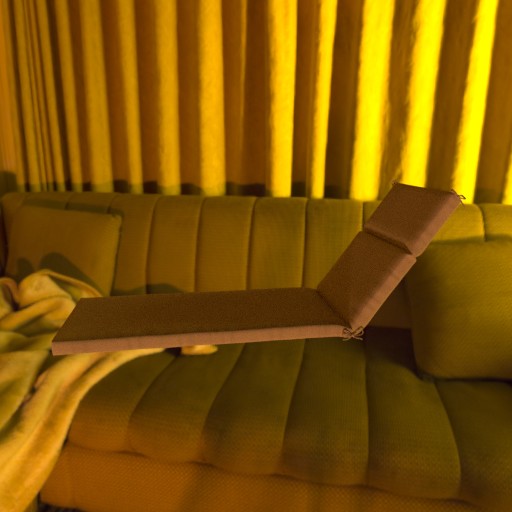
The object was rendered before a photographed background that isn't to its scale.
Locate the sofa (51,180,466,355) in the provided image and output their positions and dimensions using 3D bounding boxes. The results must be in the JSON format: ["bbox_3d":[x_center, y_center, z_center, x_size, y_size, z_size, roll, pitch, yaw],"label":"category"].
[{"bbox_3d":[0.000,0.000,1.984,1.663,0.622,0.582,-2,14,-9],"label":"sofa"}]
